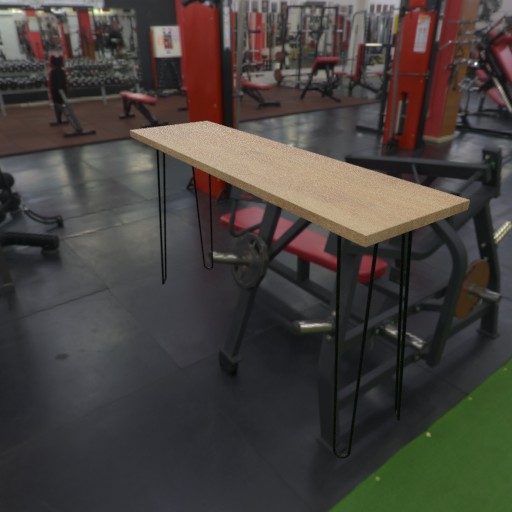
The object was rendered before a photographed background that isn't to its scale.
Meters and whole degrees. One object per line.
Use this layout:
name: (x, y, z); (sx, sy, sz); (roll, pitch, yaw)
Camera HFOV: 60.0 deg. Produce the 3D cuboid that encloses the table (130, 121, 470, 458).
table: (0.000, 0.000, 1.759); (0.399, 0.799, 1.400); (-18, 32, -31)
